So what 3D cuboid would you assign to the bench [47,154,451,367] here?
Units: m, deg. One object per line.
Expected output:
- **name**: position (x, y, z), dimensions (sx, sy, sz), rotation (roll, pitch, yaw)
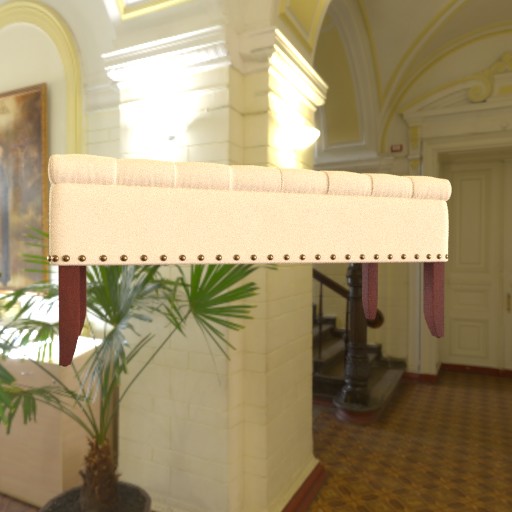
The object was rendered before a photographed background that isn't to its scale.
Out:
- **bench**: position (0.000, 0.000, 1.272), dimensions (1.054, 0.470, 0.400), rotation (0, 1, -18)
